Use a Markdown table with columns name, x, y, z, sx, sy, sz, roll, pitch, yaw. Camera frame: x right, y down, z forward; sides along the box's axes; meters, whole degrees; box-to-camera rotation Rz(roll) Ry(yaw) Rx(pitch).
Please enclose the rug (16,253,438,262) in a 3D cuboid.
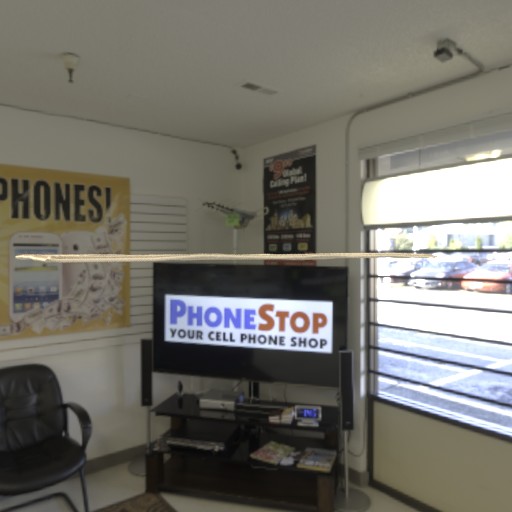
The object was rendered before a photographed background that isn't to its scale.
| name | x | y | z | sx | sy | sz | roll | pitch | yaw |
| --- | --- | --- | --- | --- | --- | --- | --- | --- | --- |
| rug | 0.000 | 0.000 | 2.579 | 2.381 | 0.036 | 0.831 | 0 | 1 | -36 |
